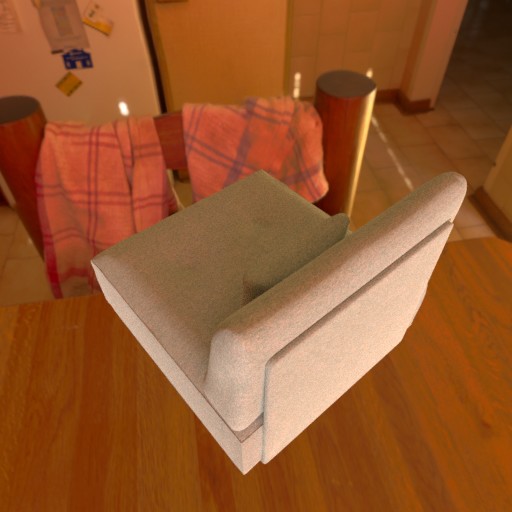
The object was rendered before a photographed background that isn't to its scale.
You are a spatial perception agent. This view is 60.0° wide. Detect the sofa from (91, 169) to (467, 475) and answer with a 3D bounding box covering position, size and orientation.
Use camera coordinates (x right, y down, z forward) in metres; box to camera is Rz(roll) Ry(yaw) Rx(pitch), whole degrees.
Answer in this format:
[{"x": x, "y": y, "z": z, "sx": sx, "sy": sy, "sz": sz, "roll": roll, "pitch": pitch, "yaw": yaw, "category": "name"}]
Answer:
[{"x": 0.000, "y": 0.000, "z": 1.668, "sx": 0.930, "sy": 0.820, "sz": 1.000, "roll": -32, "pitch": 55, "yaw": -26, "category": "sofa"}]
